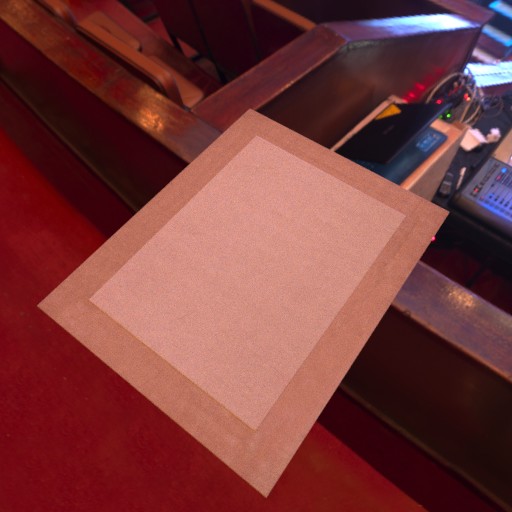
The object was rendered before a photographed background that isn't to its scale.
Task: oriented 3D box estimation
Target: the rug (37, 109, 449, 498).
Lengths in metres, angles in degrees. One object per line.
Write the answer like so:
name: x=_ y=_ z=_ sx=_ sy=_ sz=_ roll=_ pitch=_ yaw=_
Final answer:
rug: x=0.000 y=0.000 z=4.066 sx=2.438 sy=0.014 sz=3.048 roll=33 pitch=65 yaw=18
